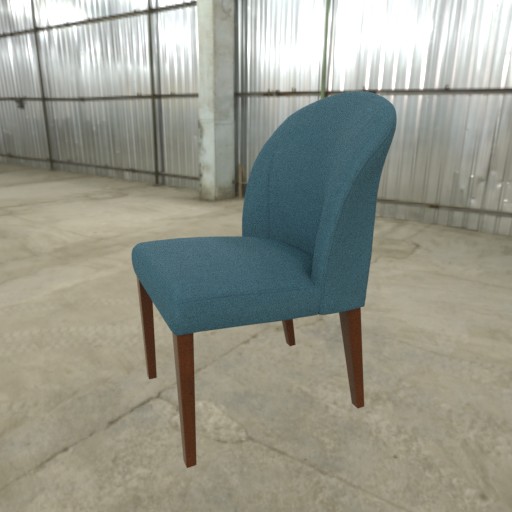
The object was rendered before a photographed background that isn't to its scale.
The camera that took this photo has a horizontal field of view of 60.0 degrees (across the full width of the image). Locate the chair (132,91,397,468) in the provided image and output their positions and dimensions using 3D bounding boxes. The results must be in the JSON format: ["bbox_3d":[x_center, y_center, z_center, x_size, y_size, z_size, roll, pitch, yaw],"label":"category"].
[{"bbox_3d":[0.000,0.000,1.245,0.620,0.879,0.507,-8,19,-24],"label":"chair"}]
